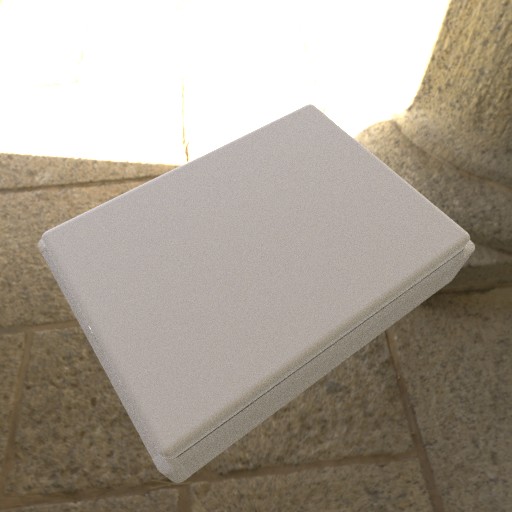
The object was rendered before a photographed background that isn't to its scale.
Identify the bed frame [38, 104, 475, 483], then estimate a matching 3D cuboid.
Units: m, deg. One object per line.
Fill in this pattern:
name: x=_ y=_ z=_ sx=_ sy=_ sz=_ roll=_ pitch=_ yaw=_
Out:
bed frame: x=0.000 y=0.000 z=2.451 sx=1.900 sy=0.406 sz=1.400 roll=-31 pitch=62 yaw=-18
